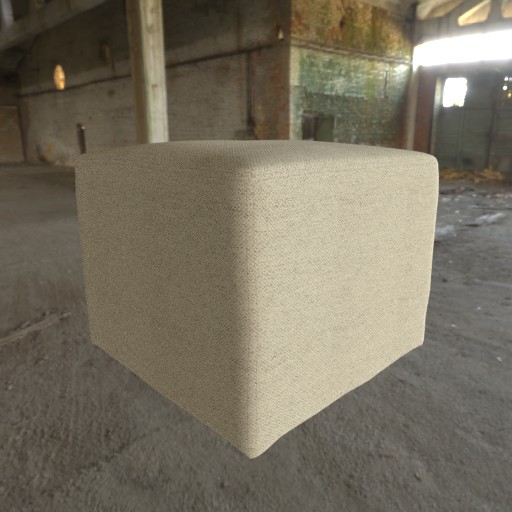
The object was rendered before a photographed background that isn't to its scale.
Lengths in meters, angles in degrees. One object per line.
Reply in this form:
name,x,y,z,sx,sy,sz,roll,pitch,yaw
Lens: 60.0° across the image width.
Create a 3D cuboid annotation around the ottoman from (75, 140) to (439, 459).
ottoman,0.000,0.000,0.895,0.521,0.453,0.512,-14,20,-42
